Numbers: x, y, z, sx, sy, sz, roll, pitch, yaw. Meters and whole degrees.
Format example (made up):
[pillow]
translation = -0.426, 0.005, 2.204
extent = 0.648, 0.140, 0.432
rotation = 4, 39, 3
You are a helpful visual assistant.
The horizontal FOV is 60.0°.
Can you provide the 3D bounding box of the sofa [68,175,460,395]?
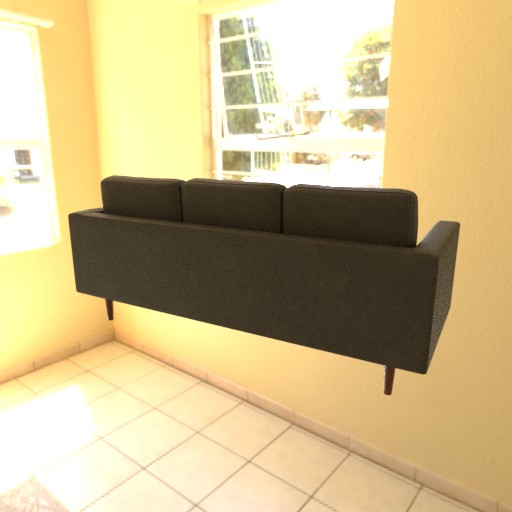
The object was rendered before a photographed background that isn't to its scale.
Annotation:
[sofa]
translation = 0.000, 0.000, 2.532
extent = 2.029, 0.899, 0.879
rotation = 8, 17, 28
